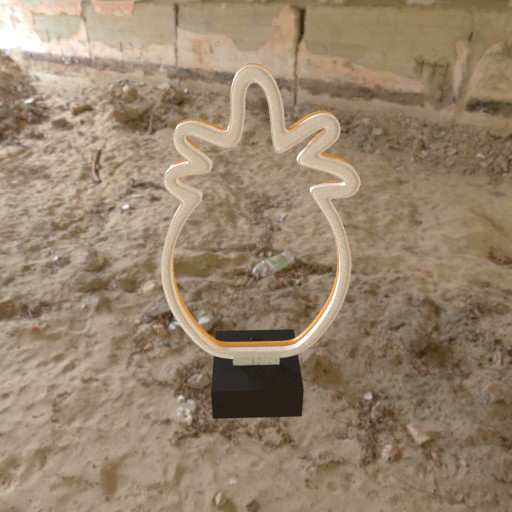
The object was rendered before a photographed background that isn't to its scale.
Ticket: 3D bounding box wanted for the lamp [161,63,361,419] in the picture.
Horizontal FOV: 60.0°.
[{"bbox_3d":[0.000,0.000,0.394,0.167,0.317,0.088,-1,30,-2],"label":"lamp"}]
